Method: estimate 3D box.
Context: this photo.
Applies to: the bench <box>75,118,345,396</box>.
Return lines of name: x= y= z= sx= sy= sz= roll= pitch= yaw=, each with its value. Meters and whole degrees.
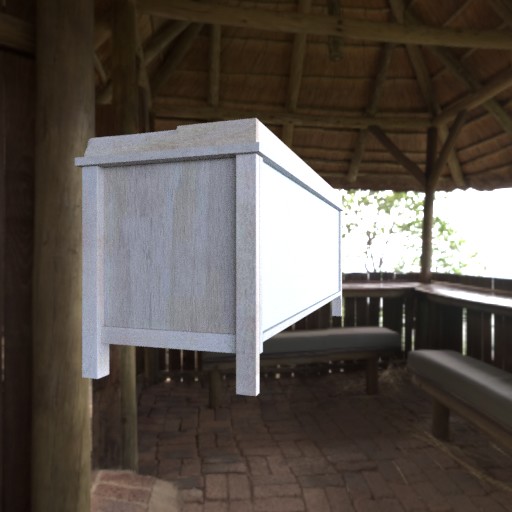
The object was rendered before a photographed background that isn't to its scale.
bench: x=0.000 y=0.000 z=1.384 sx=0.398 sy=0.501 sz=1.140 roll=0 pitch=0 yaw=19
